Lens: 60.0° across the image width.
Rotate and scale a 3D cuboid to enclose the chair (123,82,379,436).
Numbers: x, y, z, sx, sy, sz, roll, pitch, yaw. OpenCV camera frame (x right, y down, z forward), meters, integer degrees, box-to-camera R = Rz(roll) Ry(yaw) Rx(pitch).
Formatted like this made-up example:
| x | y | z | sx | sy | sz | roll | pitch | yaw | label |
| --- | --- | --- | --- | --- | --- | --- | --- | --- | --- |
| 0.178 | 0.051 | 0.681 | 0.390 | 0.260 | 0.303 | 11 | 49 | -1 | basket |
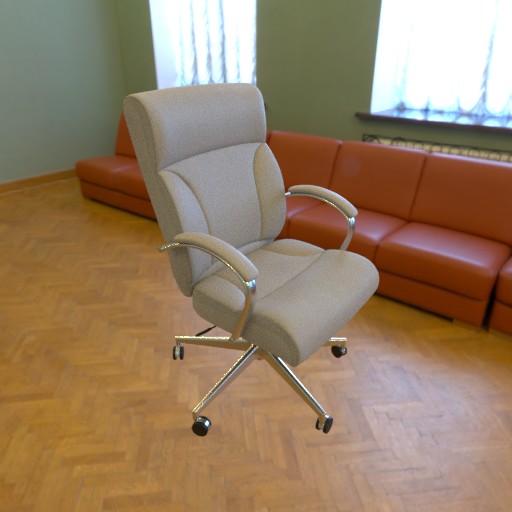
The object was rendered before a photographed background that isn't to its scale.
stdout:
| x | y | z | sx | sy | sz | roll | pitch | yaw | label |
| --- | --- | --- | --- | --- | --- | --- | --- | --- | --- |
| 0.000 | 0.000 | 1.562 | 0.745 | 1.099 | 0.727 | 18 | 31 | 33 | chair |
